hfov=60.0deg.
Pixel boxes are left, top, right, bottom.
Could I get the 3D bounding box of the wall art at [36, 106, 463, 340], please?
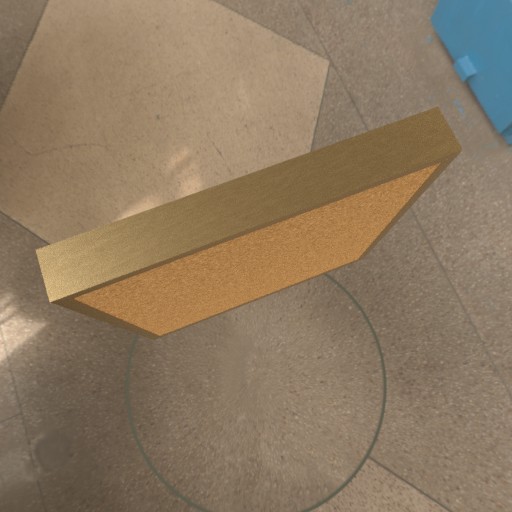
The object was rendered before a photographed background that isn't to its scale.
[{"bbox_3d":[0.000,0.000,0.455,0.304,0.305,0.038,-21,76,-5],"label":"wall art"}]
